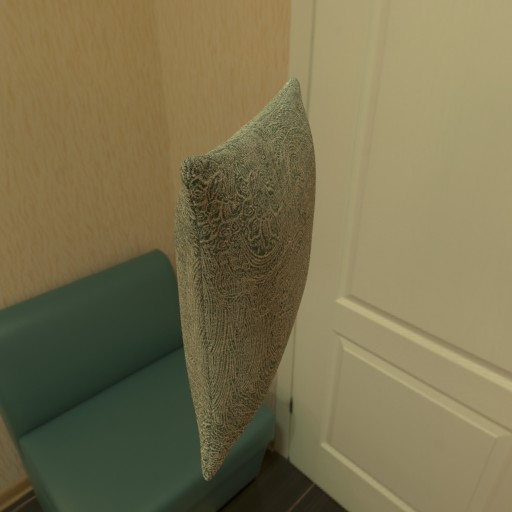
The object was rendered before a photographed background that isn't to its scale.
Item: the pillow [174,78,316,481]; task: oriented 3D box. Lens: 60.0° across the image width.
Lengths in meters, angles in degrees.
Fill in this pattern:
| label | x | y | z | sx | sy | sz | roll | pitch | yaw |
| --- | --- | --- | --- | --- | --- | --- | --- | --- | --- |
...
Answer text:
| label | x | y | z | sx | sy | sz | roll | pitch | yaw |
| --- | --- | --- | --- | --- | --- | --- | --- | --- | --- |
| pillow | 0.000 | 0.000 | 0.766 | 0.166 | 0.507 | 0.526 | 8 | 32 | 14 |
